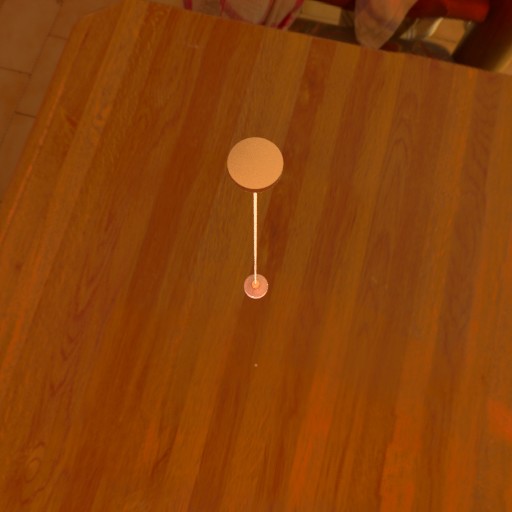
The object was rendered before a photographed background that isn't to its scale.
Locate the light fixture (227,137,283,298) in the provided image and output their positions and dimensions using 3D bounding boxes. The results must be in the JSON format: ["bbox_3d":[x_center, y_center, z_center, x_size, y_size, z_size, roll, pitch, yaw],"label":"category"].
[{"bbox_3d":[0.000,0.000,1.761,0.129,1.669,0.129,-15,77,-4],"label":"light fixture"}]
